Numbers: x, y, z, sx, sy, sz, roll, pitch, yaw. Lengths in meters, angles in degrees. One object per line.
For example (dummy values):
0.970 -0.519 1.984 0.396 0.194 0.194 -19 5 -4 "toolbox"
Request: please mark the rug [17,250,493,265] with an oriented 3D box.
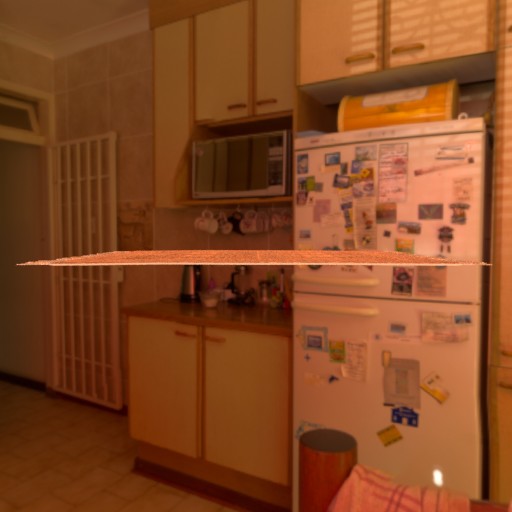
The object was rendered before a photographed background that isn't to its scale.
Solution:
0.000 0.000 3.035 2.465 0.023 1.619 0 3 0 "rug"
